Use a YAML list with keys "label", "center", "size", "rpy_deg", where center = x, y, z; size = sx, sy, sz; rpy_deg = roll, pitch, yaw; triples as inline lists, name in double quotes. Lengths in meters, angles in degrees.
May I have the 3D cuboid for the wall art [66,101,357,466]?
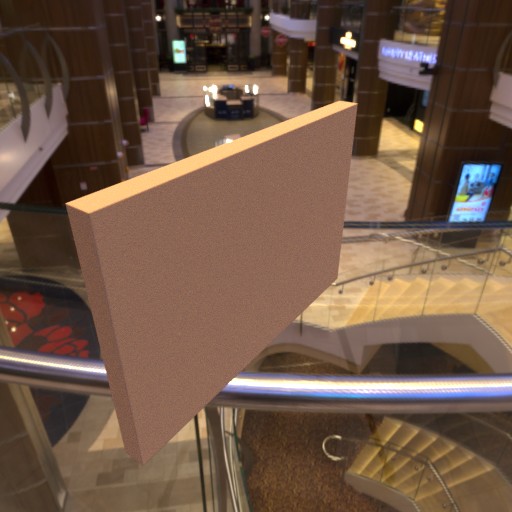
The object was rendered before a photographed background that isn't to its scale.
- label: "wall art"
  center: [0.000, 0.000, 0.762]
  size: [0.039, 0.407, 0.609]
  rpy_deg: [21, 37, 31]
